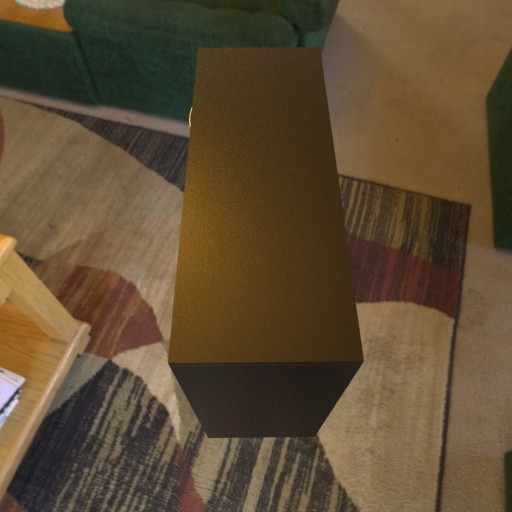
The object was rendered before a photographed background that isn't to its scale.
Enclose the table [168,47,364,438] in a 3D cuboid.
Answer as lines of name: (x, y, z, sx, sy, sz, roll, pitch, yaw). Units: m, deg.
table: (0.000, 0.000, 1.376, 0.380, 0.790, 0.930, 0, 59, 0)
